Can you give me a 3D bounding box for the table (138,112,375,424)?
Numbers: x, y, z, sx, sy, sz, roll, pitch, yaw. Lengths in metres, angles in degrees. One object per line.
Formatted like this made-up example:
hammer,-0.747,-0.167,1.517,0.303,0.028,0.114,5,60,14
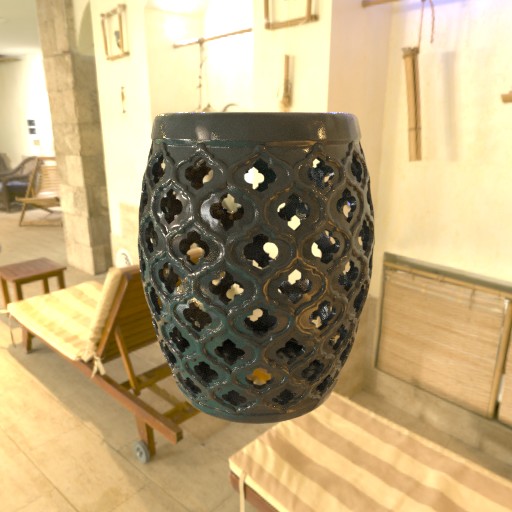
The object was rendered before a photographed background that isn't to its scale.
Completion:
table,0.000,0.000,0.635,0.325,0.388,0.325,0,17,0
